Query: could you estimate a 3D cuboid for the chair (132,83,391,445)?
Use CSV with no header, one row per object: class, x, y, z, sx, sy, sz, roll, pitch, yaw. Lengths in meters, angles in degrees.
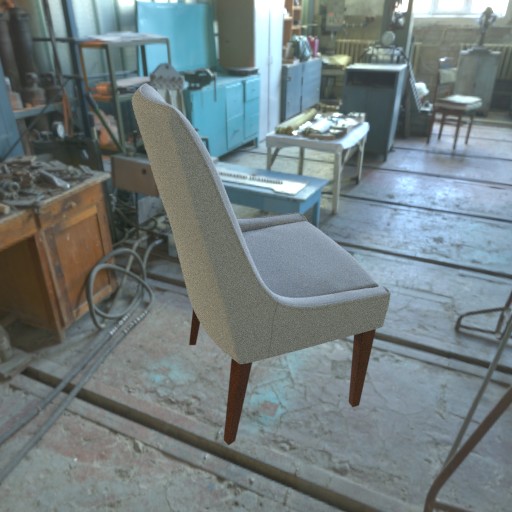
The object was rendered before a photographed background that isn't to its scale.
chair,0.000,0.000,1.200,0.544,0.861,0.529,-10,30,-18
